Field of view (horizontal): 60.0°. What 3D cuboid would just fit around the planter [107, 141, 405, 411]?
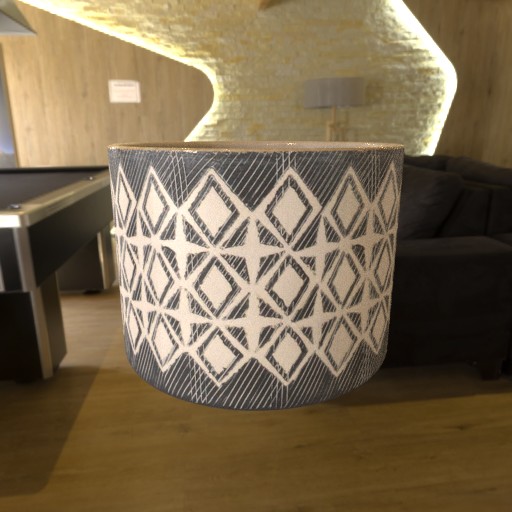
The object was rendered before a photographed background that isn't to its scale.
[{"bbox_3d":[0.000,0.000,0.212,0.126,0.104,0.126,0,16,0],"label":"planter"}]
